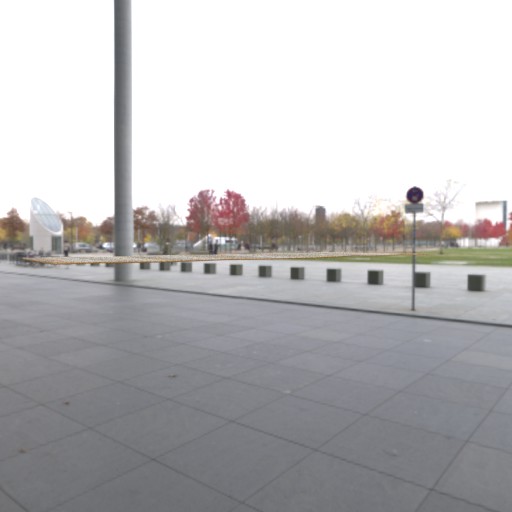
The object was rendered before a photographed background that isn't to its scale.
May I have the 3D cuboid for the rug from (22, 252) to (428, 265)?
[{"bbox_3d":[0.000,0.000,2.533,2.294,0.014,0.704,-1,2,-36],"label":"rug"}]
